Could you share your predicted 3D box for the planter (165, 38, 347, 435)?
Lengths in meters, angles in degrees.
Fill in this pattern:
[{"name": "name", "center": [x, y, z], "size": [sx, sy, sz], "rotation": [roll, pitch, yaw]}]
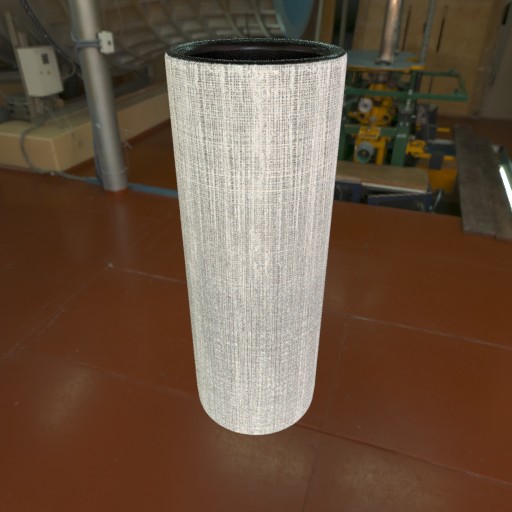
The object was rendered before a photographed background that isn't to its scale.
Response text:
[{"name": "planter", "center": [0.000, 0.000, 0.316], "size": [0.100, 0.270, 0.100], "rotation": [-22, 38, -31]}]
